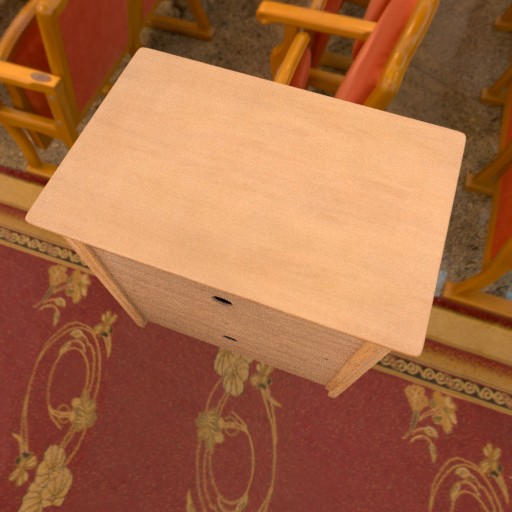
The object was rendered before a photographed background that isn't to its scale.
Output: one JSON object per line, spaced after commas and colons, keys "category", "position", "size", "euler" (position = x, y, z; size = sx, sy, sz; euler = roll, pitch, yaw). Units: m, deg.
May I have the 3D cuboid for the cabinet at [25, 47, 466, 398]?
{"category": "cabinet", "position": [0.000, 0.000, 1.230], "size": [0.763, 0.762, 0.503], "euler": [18, 66, 8]}
